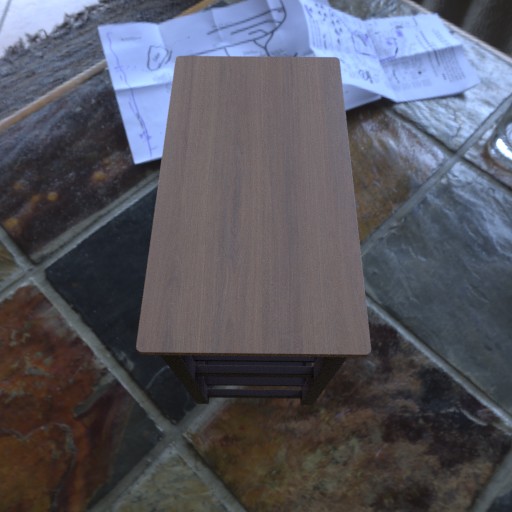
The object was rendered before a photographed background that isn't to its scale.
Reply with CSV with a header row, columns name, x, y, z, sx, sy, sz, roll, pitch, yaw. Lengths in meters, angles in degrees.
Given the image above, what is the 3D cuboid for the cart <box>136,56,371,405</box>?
name,x,y,z,sx,sy,sz,roll,pitch,yaw
cart,0.000,0.000,1.471,0.457,0.927,0.899,1,63,0
